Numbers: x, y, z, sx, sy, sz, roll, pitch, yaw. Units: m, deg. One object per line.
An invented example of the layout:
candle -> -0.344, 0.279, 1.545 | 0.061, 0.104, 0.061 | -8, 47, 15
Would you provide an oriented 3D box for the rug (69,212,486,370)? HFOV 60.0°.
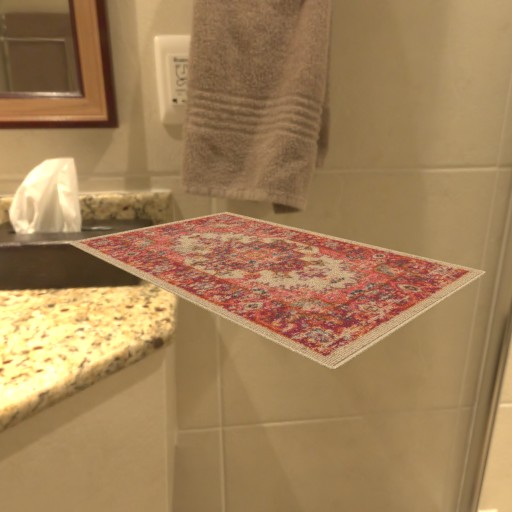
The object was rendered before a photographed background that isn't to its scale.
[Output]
rug -> 0.000, 0.000, 1.073 | 0.556, 0.004, 0.868 | -17, 24, -42
